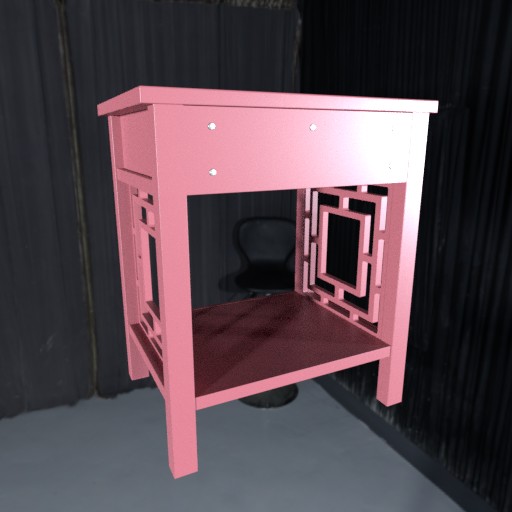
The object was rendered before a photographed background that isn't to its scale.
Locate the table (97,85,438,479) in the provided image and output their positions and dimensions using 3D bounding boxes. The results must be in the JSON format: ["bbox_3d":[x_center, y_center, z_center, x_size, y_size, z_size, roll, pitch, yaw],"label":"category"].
[{"bbox_3d":[0.000,0.000,1.049,0.599,0.686,0.451,-7,17,-26],"label":"table"}]
